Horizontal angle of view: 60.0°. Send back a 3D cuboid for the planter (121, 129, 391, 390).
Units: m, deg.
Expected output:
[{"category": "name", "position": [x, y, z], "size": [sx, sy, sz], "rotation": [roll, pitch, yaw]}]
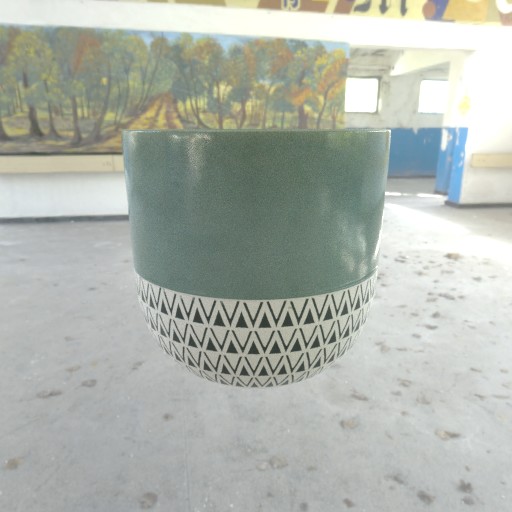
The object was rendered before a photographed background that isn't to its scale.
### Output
[{"category": "planter", "position": [0.000, 0.000, 0.491], "size": [0.266, 0.270, 0.266], "rotation": [0, 16, 0]}]
